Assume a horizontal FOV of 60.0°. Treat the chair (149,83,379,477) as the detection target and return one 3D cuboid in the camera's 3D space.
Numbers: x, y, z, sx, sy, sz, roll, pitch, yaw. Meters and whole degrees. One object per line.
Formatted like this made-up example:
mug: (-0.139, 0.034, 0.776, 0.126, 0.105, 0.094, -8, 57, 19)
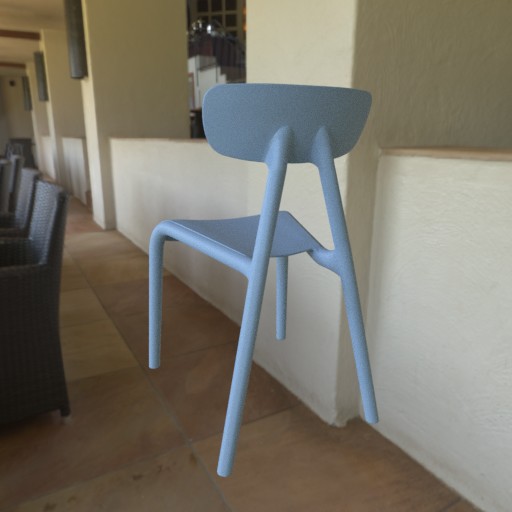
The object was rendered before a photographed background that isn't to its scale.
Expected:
chair: (0.000, 0.000, 0.848, 0.356, 0.580, 0.401, -7, 17, -25)
